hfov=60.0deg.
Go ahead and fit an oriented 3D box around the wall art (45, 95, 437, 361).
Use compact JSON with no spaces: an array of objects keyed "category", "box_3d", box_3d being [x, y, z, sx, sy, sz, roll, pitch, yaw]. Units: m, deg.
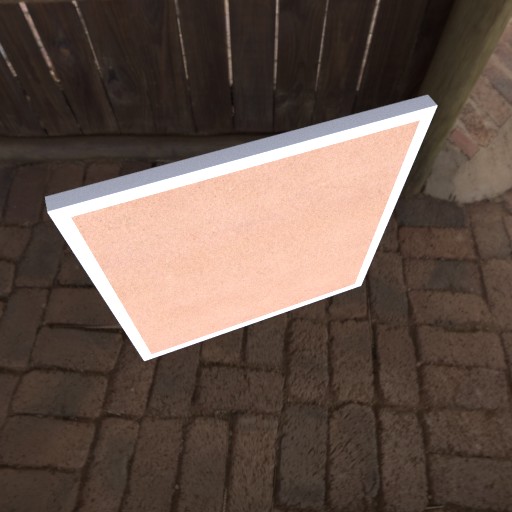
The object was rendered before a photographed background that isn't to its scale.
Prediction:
[{"category":"wall art","box_3d":[0.000,0.000,1.145,0.760,0.760,0.036,-18,60,-11]}]
